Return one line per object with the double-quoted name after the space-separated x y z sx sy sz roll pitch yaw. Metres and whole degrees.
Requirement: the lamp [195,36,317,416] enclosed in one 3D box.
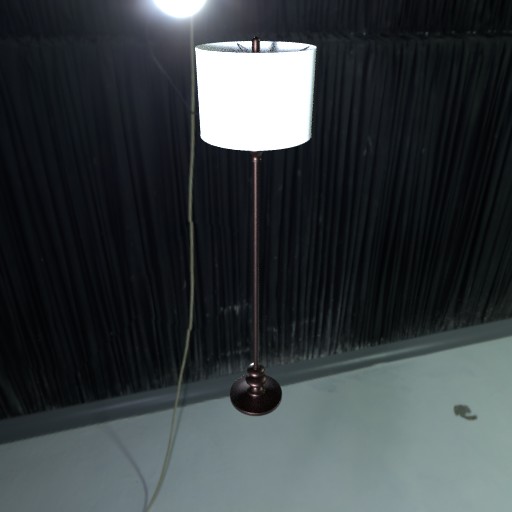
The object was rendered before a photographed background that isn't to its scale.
0.000 0.000 1.672 0.356 1.487 0.356 -11 32 -18 "lamp"
